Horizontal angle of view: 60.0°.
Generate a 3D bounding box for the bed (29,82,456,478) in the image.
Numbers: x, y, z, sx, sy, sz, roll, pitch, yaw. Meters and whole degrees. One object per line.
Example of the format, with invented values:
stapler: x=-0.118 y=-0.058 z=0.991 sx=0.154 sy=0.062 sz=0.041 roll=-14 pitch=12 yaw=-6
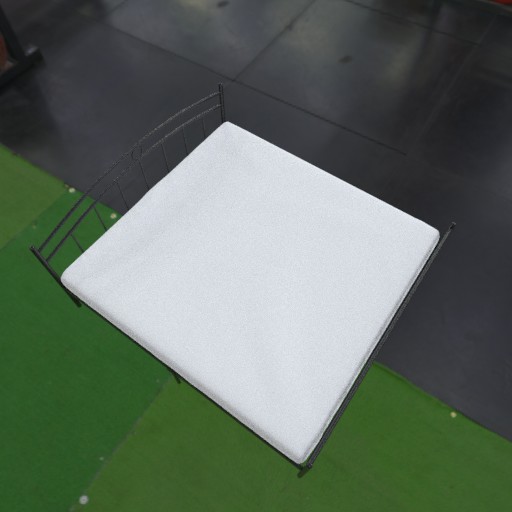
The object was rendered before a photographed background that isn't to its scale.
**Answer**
bed: x=0.000 y=0.000 z=3.084 sx=2.040 sy=0.940 sz=1.880 roll=32 pitch=64 yaw=17
